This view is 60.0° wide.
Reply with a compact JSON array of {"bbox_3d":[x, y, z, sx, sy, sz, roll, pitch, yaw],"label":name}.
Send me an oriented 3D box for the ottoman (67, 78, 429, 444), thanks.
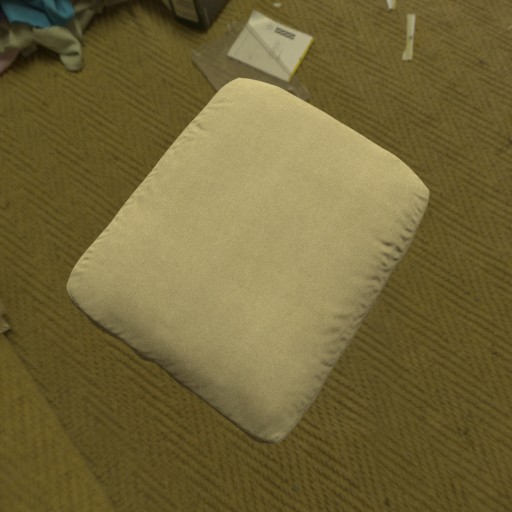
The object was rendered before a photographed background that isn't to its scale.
[{"bbox_3d":[0.000,0.000,1.100,0.584,0.480,0.712,34,78,8],"label":"ottoman"}]
